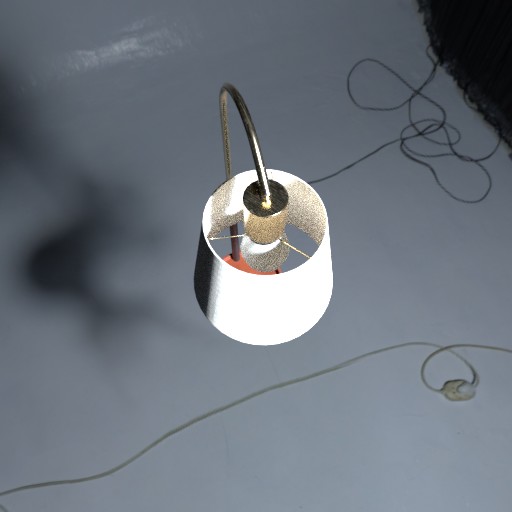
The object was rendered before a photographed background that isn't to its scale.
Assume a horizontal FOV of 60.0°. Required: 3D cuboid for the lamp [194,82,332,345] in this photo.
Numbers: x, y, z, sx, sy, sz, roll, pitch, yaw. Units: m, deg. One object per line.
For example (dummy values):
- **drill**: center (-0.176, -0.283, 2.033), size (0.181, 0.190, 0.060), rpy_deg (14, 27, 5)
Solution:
- **lamp**: center (0.000, 0.000, 0.677), size (0.211, 0.536, 0.273), rpy_deg (-18, 65, -9)
